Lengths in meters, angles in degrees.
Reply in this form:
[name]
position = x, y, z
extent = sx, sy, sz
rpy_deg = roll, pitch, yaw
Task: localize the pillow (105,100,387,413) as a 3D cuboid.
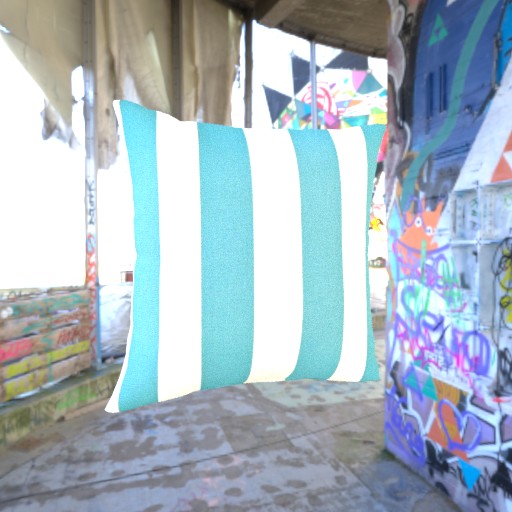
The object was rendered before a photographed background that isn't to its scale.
[pillow]
position = 0.000, 0.000, 0.824
extent = 0.536, 0.526, 0.189
rpy_deg = 0, 1, -17
